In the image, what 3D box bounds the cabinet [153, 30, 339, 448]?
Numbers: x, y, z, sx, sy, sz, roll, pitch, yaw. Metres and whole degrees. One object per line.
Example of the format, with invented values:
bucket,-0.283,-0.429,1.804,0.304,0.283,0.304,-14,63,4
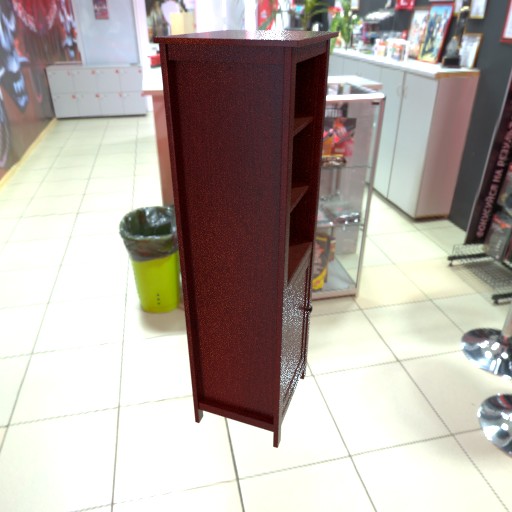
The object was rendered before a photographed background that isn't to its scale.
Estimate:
cabinet,0.000,0.000,1.693,0.401,1.518,0.500,10,31,18
